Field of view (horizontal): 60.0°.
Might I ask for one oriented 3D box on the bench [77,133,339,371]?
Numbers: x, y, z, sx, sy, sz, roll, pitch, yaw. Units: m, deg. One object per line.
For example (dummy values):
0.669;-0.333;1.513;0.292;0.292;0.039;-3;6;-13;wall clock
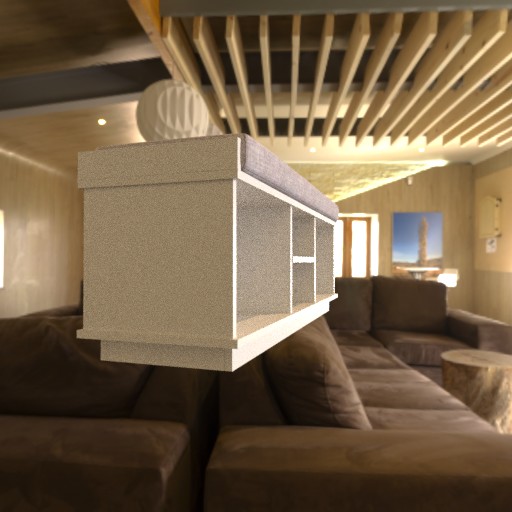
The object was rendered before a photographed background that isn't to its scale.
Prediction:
0.000;0.000;1.411;0.363;0.453;1.196;0;-1;19;bench
